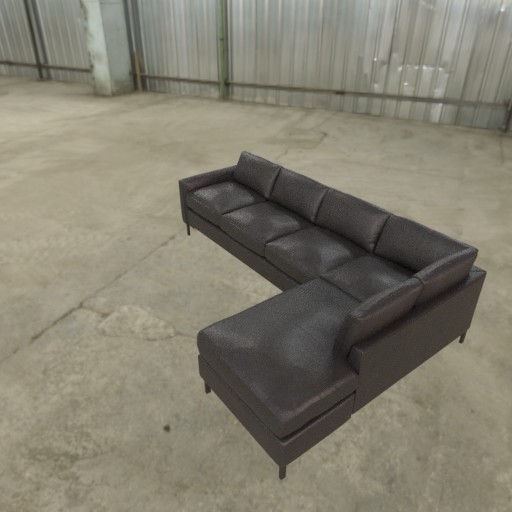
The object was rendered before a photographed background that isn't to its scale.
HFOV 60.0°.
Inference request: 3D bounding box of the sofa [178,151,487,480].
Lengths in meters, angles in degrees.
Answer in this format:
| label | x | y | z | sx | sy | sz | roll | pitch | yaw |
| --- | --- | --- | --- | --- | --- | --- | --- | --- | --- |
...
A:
| label | x | y | z | sx | sy | sz | roll | pitch | yaw |
| --- | --- | --- | --- | --- | --- | --- | --- | --- | --- |
| sofa | 0.000 | 0.000 | 3.746 | 1.938 | 0.877 | 2.984 | -21 | 37 | -31 |
